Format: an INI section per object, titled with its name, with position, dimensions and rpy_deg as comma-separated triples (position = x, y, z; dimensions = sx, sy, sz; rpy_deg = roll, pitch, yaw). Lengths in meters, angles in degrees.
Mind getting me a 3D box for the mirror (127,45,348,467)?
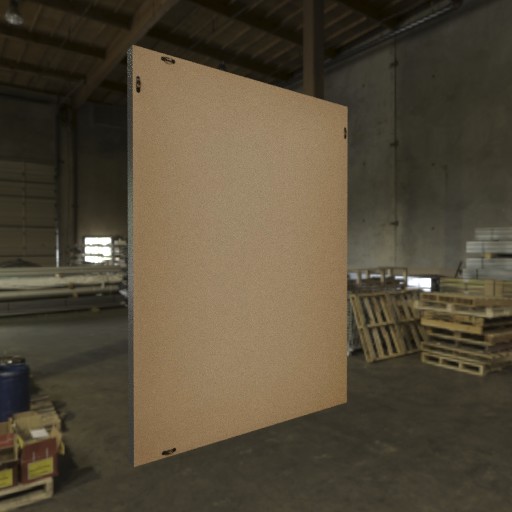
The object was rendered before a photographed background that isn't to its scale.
[mirror]
position = 0.000, 0.000, 1.307
dimensions = 0.762, 1.016, 0.040
rpy_deg = -1, 1, -37
